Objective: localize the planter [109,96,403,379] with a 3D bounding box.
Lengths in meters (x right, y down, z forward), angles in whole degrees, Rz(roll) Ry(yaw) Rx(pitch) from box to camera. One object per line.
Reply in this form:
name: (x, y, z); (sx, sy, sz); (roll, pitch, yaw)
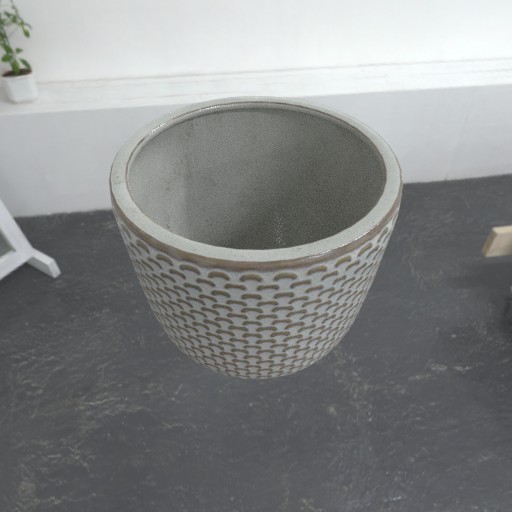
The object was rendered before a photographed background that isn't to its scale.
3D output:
planter: (0.000, 0.000, 0.257); (0.139, 0.130, 0.139); (0, 45, 0)
